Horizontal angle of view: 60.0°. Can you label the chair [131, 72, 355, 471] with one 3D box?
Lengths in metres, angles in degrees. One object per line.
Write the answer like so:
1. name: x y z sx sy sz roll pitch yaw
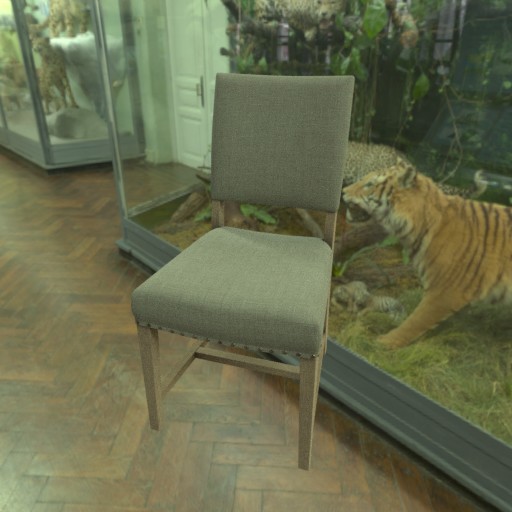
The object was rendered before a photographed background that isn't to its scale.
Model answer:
1. chair: 0.000 0.000 1.343 0.508 0.986 0.622 8 28 16
